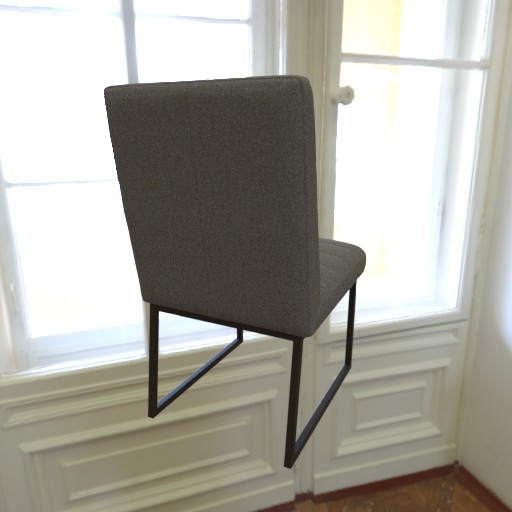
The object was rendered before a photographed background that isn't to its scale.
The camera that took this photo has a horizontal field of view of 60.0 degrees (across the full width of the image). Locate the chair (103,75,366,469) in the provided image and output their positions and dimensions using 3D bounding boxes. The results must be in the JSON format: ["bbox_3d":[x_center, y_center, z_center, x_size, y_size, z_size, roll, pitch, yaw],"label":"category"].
[{"bbox_3d":[0.000,0.000,1.311,0.520,0.930,0.634,8,18,26],"label":"chair"}]
